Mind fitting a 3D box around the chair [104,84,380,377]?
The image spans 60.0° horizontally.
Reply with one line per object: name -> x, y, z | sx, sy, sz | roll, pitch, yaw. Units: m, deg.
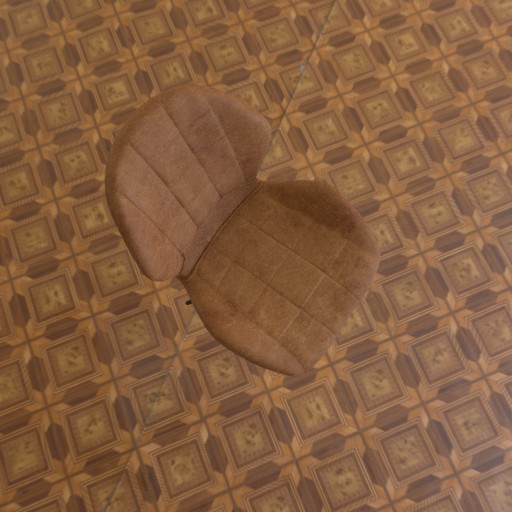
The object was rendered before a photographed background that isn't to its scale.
chair -> 0.000, 0.000, 1.304 | 0.640, 0.929, 0.527 | 35, 79, 8
